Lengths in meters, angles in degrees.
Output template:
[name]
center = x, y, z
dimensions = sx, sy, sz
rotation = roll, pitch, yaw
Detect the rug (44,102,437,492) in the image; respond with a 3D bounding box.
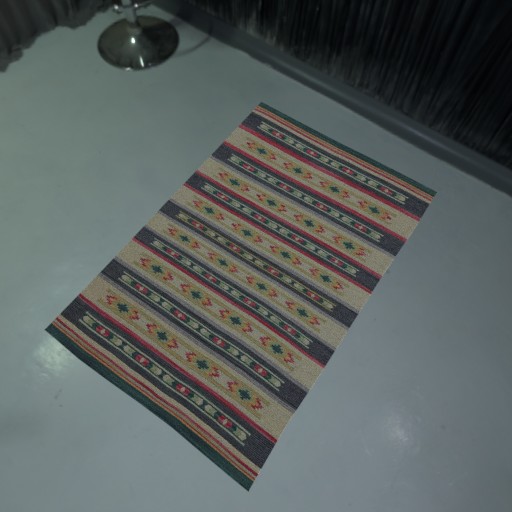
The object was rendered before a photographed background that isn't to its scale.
[rug]
center = 0.000, 0.000, 2.914
dimensions = 1.522, 0.010, 2.311
rotation = 32, 67, 15
